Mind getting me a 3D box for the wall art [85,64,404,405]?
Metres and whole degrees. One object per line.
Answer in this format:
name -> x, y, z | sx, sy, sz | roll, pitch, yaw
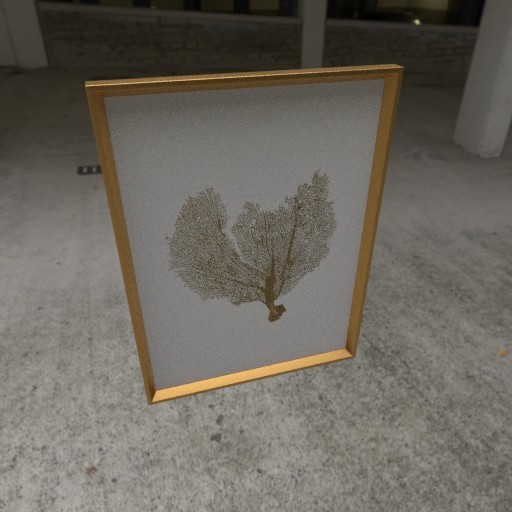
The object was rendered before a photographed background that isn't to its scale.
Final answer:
wall art -> 0.000, 0.000, 1.050 | 0.610, 0.812, 0.038 | -9, 34, -14
